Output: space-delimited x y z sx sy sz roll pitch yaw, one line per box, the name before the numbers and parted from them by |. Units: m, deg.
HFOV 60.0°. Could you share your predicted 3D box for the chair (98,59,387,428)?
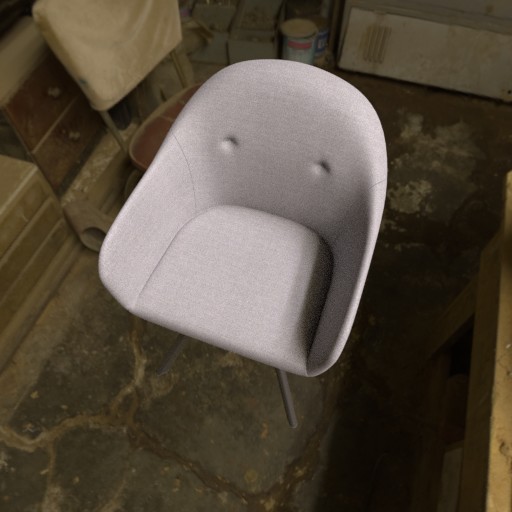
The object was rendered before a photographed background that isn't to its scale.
chair | 0.000 0.000 1.153 0.540 0.780 0.570 18 59 11
